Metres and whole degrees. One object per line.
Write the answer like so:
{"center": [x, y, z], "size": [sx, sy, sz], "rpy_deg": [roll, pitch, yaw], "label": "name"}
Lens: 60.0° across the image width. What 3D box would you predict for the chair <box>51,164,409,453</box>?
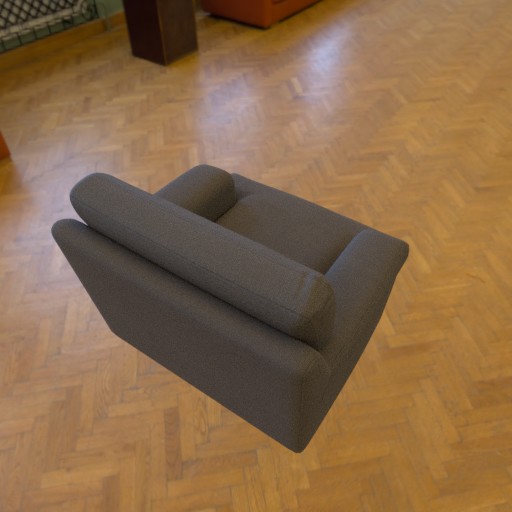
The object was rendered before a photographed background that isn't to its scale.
{"center": [0.000, 0.000, 1.971], "size": [1.168, 0.940, 1.143], "rpy_deg": [26, 51, 23], "label": "chair"}
